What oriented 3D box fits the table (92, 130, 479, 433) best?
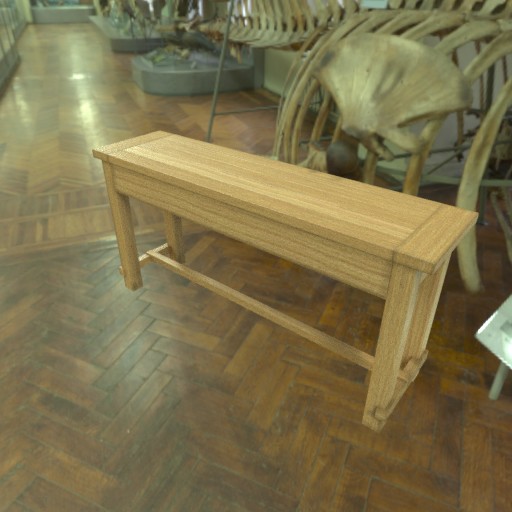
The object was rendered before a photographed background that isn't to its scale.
[{"bbox_3d":[0.000,0.000,1.972,1.599,0.762,0.442,22,38,32],"label":"table"}]
